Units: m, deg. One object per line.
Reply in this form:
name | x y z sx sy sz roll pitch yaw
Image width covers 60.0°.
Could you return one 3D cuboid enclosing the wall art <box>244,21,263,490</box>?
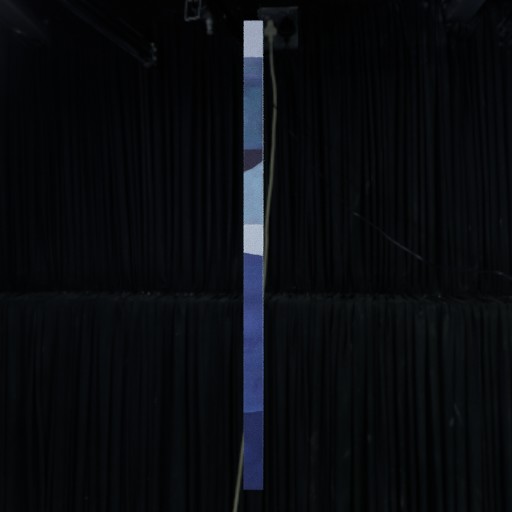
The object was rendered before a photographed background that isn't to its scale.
wall art | 0.000 0.000 1.165 0.039 0.911 0.607 0 -1 1
